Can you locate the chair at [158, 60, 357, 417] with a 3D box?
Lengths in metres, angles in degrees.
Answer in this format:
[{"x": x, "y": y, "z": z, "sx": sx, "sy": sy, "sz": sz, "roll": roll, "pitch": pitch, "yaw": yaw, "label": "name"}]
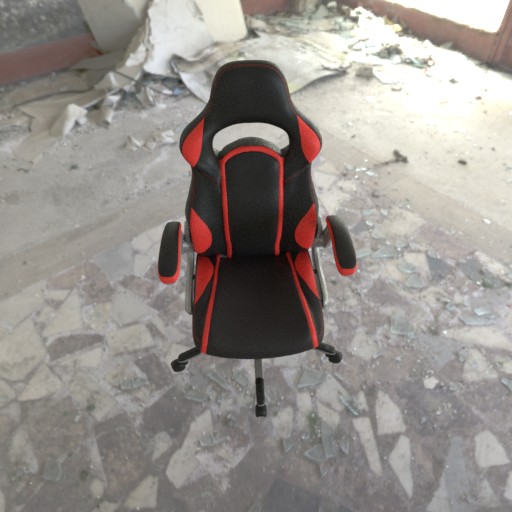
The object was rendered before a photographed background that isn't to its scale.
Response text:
[{"x": 0.000, "y": 0.000, "z": 1.628, "sx": 0.758, "sy": 1.165, "sz": 0.712, "roll": -2, "pitch": 45, "yaw": -2, "label": "chair"}]
